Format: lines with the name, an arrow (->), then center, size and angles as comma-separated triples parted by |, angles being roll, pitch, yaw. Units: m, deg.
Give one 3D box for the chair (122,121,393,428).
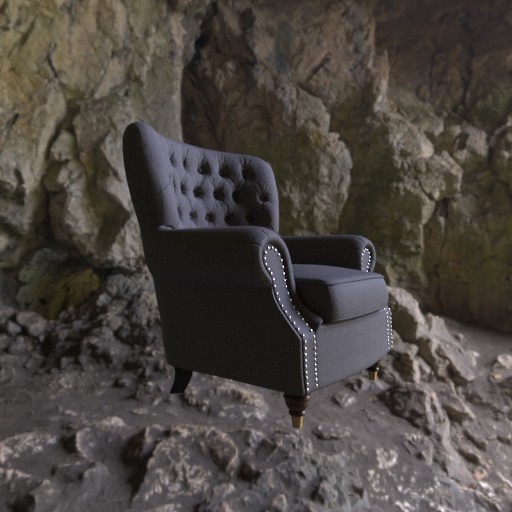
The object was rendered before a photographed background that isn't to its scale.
chair -> 0.000, 0.000, 1.843 | 0.983, 1.046, 0.983 | 0, 0, 35
